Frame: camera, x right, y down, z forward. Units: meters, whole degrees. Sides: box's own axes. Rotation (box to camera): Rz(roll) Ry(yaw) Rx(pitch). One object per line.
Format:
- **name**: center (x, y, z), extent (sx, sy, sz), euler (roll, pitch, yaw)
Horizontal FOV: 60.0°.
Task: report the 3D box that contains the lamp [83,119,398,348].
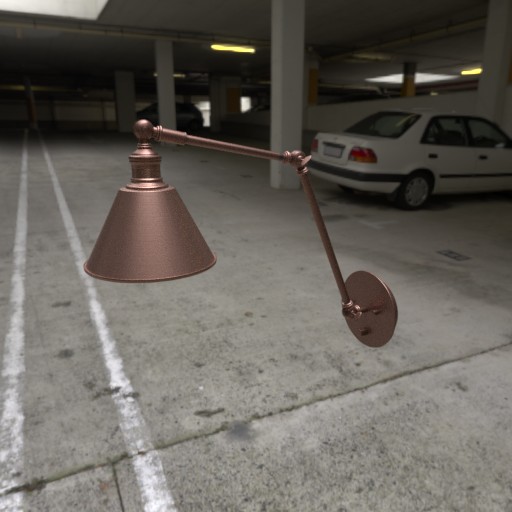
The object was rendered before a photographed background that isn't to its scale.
- **lamp**: center (0.000, 0.000, 0.859), extent (0.624, 0.502, 0.223), euler (-8, 17, -25)
